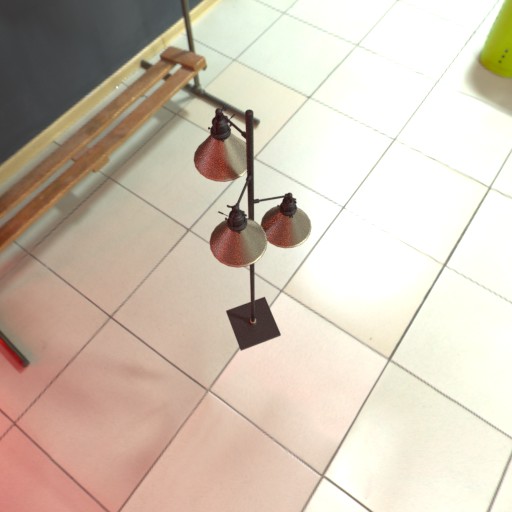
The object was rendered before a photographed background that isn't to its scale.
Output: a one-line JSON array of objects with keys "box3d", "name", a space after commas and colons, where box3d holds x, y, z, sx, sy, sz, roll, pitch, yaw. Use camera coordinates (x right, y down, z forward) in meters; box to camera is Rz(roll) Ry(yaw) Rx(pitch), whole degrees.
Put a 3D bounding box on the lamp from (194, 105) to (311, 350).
[{"box3d": [0.000, 0.000, 1.920, 0.415, 1.716, 0.428, -19, 65, -10], "name": "lamp"}]
